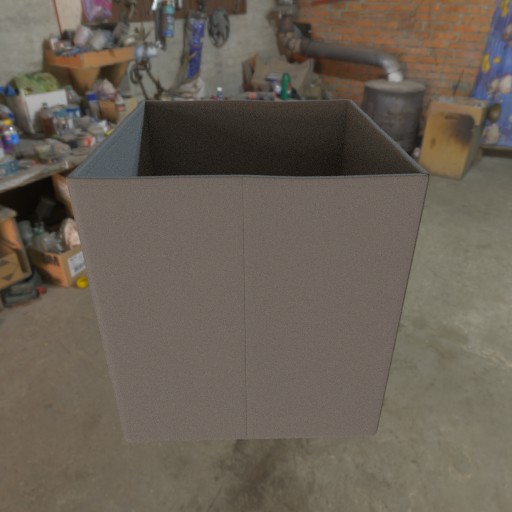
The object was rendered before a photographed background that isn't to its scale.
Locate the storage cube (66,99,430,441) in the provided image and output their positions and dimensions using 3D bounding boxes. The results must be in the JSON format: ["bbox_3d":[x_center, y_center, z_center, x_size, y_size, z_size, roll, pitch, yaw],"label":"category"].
[{"bbox_3d":[0.000,0.000,0.488,0.270,0.280,0.270,-1,30,-1],"label":"storage cube"}]
